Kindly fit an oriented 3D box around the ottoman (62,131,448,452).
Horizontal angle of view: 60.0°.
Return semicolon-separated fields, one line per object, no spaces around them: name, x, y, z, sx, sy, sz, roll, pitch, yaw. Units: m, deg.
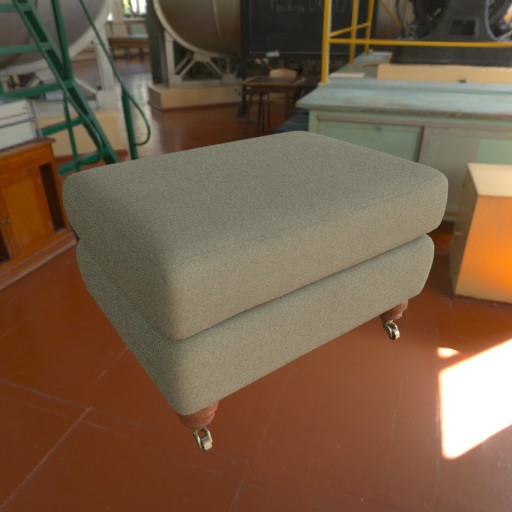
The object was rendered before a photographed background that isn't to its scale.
ottoman;0.000;0.000;1.140;0.773;0.504;0.569;-19;34;-31
